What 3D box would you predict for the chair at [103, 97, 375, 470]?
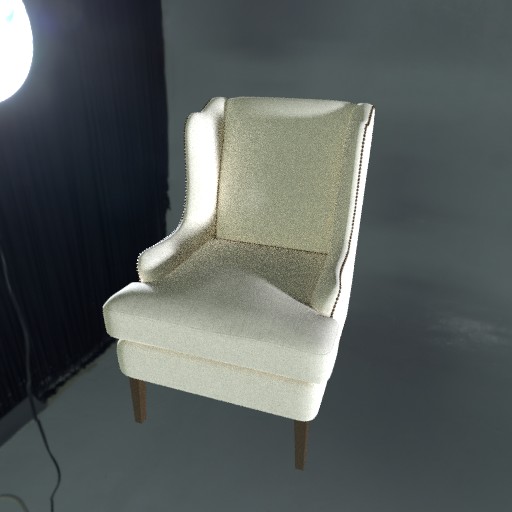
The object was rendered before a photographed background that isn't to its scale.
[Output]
[{"bbox_3d":[0.000,0.000,1.659,0.737,1.029,0.940,9,28,17],"label":"chair"}]
